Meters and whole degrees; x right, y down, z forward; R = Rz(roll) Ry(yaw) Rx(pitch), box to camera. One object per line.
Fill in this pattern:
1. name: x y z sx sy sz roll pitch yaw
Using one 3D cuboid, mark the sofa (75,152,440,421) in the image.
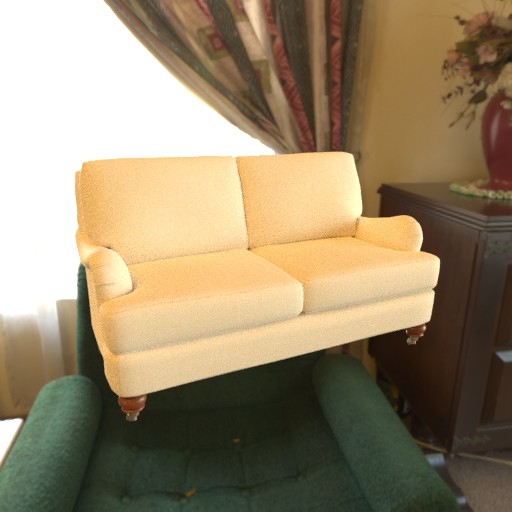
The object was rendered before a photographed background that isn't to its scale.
1. sofa: 0.000 0.000 2.526 1.853 1.101 1.084 -8 18 -25
